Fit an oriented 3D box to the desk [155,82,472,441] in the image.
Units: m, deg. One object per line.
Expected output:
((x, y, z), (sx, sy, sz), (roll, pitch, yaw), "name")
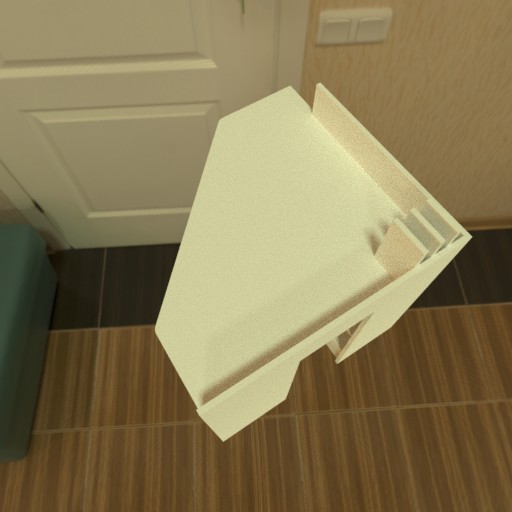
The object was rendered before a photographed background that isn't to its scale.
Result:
((0.000, 0.000, 1.760), (0.940, 0.986, 0.940), (-30, 67, -14), "desk")
